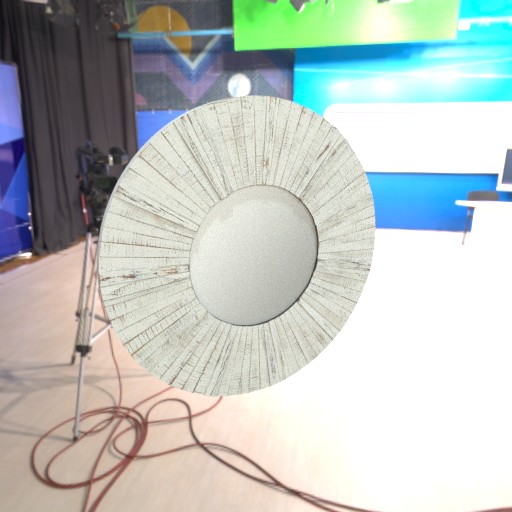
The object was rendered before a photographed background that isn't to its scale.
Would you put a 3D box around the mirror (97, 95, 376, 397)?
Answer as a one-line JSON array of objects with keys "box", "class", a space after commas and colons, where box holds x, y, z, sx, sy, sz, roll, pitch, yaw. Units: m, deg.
[{"box": [0.000, 0.000, 1.344, 0.914, 0.914, 0.038, -8, 18, -26], "class": "mirror"}]
